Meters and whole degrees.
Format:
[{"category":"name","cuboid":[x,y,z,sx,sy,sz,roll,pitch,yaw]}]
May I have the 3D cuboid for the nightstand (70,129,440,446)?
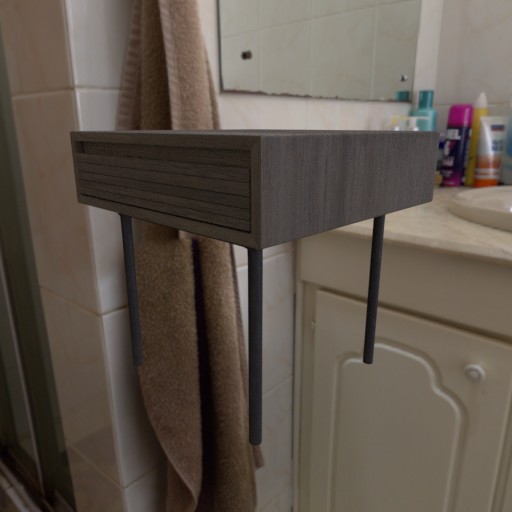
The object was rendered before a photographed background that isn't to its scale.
[{"category":"nightstand","cuboid":[0.000,0.000,0.916,0.502,0.497,0.503,15,22,42]}]
